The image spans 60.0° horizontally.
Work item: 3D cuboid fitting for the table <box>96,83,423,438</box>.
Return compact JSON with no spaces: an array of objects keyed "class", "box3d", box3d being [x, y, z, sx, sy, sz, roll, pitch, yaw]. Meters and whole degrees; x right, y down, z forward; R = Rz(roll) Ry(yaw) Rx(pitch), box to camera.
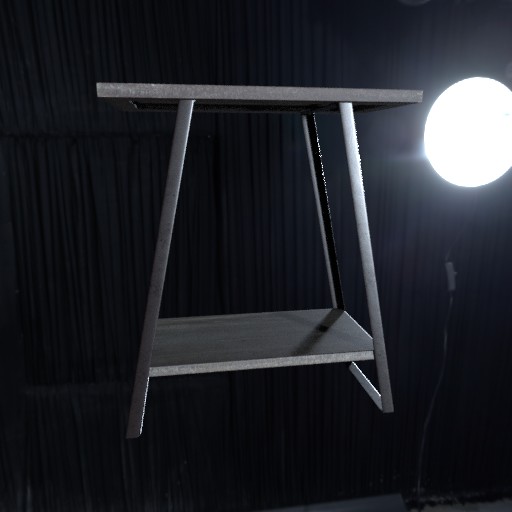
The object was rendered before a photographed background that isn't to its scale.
[{"class":"table","box3d":[0.000,0.000,1.025,0.599,0.701,0.300,-2,14,-9]}]
